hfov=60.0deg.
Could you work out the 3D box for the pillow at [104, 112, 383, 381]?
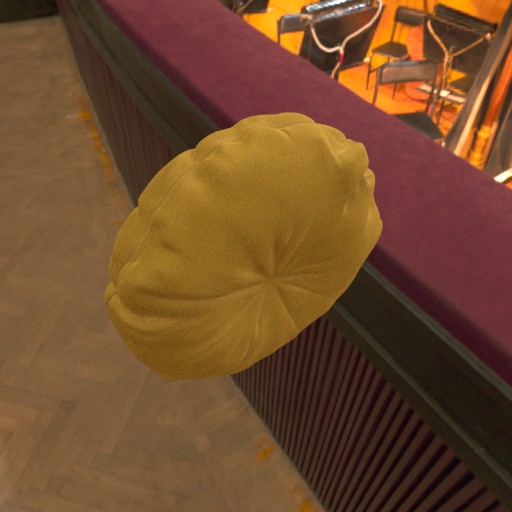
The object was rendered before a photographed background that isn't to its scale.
[{"bbox_3d":[0.000,0.000,0.637,0.428,0.407,0.148,-25,51,-22],"label":"pillow"}]
